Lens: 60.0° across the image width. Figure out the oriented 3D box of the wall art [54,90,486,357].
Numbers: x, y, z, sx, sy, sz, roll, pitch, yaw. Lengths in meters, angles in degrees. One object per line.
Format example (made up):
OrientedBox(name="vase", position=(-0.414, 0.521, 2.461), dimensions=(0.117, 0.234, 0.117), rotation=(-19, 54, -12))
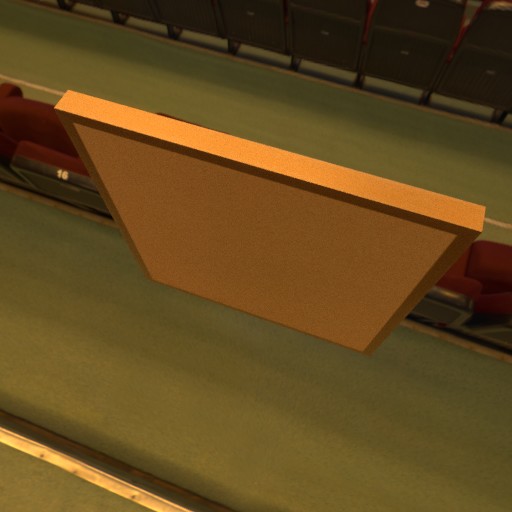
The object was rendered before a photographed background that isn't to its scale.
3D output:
OrientedBox(name="wall art", position=(0.000, 0.000, 0.731), dimensions=(0.510, 0.509, 0.033), rotation=(18, 64, 9))
